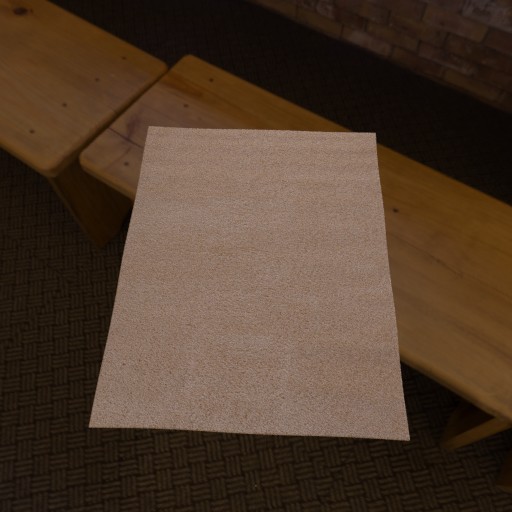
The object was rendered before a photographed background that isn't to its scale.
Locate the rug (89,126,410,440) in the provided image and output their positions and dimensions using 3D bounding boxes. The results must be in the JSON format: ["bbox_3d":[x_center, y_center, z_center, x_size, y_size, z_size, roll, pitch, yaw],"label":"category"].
[{"bbox_3d":[0.000,0.000,4.006,2.400,0.025,3.000,2,63,1],"label":"rug"}]
